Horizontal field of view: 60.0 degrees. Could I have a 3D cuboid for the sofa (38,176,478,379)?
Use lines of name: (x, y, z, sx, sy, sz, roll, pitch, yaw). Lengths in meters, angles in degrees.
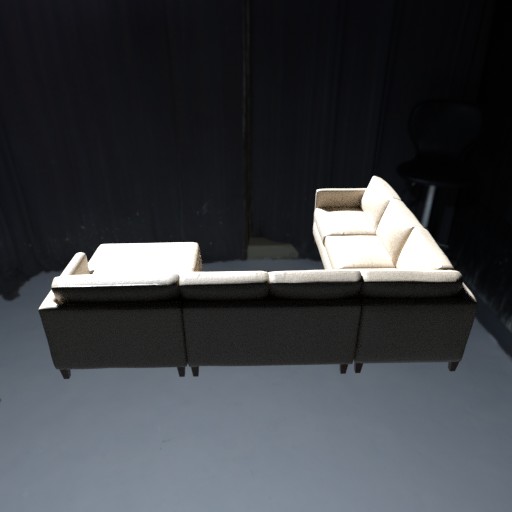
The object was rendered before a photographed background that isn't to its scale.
sofa: (0.000, 0.000, 4.655, 3.460, 0.961, 2.594, -1, 29, -1)
